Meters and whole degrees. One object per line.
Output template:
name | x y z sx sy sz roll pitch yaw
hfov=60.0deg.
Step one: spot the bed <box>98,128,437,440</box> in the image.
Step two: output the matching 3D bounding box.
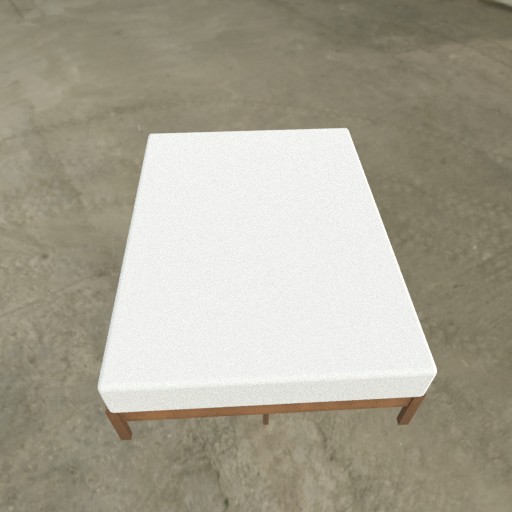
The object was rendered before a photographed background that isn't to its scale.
bed | 0.000 0.000 2.833 1.529 0.593 2.050 -2 47 -2
